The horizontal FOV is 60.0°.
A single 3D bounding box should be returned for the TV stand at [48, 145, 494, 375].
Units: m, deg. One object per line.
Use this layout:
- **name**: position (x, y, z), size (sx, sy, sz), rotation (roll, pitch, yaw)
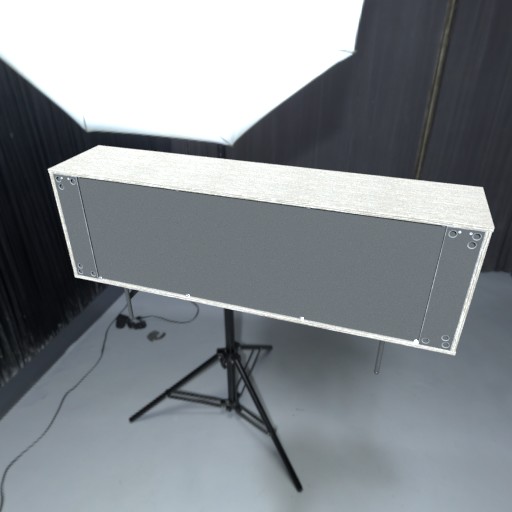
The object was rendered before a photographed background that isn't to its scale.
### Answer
- **TV stand**: position (0.000, 0.000, 2.083), size (1.804, 0.787, 0.405), rotation (10, 32, 16)
